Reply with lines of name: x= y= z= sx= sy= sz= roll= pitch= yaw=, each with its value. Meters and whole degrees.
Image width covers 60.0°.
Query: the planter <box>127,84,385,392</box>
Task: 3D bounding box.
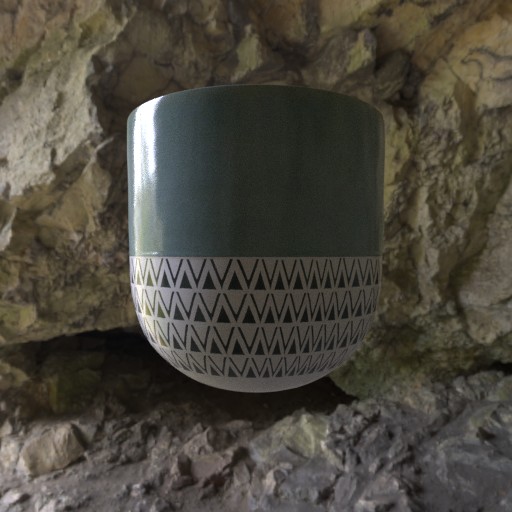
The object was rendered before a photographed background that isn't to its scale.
planter: x=0.000 y=0.000 z=0.477 sx=0.266 sy=0.270 sz=0.266 roll=0 pitch=0 yaw=0
